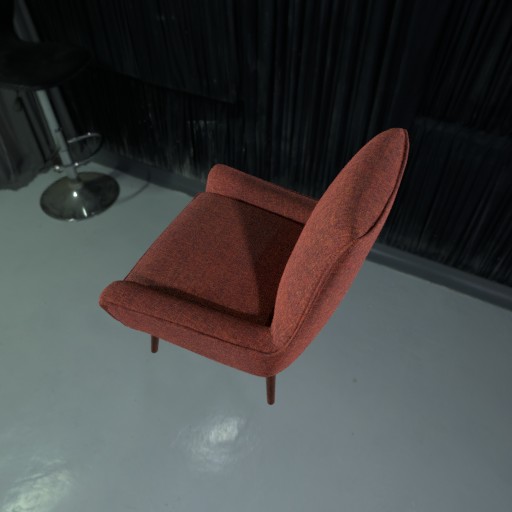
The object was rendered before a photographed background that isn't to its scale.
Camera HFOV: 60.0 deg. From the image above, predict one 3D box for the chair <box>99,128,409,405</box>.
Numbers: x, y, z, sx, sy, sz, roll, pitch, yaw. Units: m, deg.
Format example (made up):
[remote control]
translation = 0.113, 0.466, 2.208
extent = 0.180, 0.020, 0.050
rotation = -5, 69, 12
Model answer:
[chair]
translation = 0.000, 0.000, 1.534
extent = 0.784, 0.911, 0.803
rotation = 19, 50, 17
